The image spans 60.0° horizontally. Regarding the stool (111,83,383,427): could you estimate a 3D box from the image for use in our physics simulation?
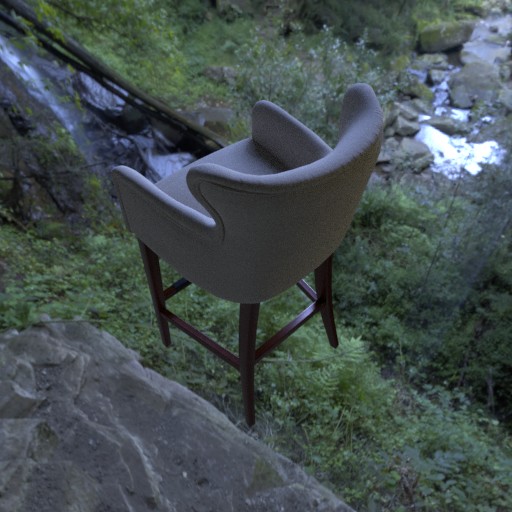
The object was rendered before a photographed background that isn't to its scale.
[{"bbox_3d":[0.000,0.000,1.389,0.556,1.034,0.563,-34,55,-28],"label":"stool"}]
